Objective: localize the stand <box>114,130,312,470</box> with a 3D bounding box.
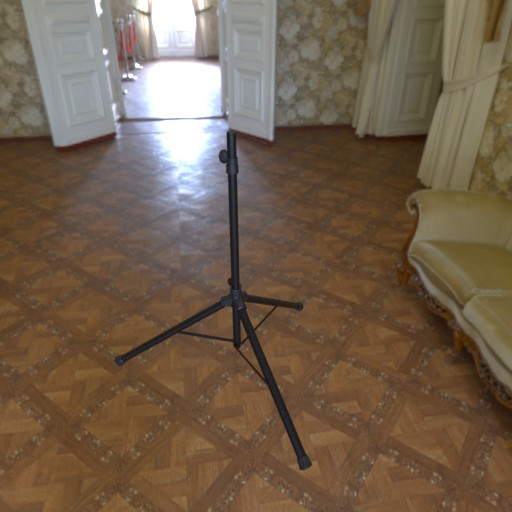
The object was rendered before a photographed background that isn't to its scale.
[{"bbox_3d":[0.000,0.000,1.905,1.045,1.136,0.907,19,36,29],"label":"stand"}]
